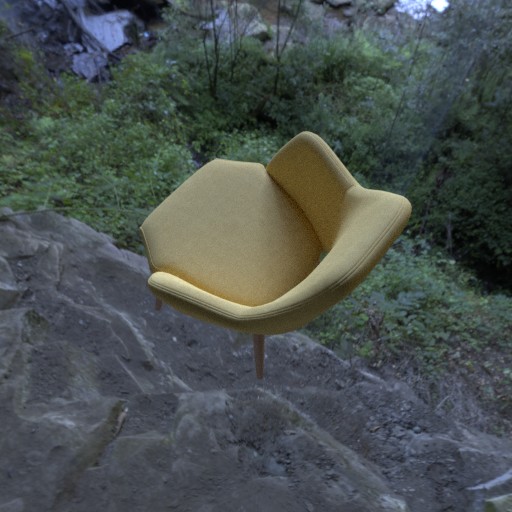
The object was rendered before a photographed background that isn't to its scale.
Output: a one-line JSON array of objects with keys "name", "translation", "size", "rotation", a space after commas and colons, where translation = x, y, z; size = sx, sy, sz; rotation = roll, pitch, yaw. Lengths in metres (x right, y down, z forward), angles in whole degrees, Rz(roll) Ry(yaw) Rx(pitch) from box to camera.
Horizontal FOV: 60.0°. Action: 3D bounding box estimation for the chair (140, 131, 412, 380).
[{"name": "chair", "translation": [0.000, 0.000, 1.246], "size": [0.610, 0.840, 0.590], "rotation": [36, 69, 17]}]
